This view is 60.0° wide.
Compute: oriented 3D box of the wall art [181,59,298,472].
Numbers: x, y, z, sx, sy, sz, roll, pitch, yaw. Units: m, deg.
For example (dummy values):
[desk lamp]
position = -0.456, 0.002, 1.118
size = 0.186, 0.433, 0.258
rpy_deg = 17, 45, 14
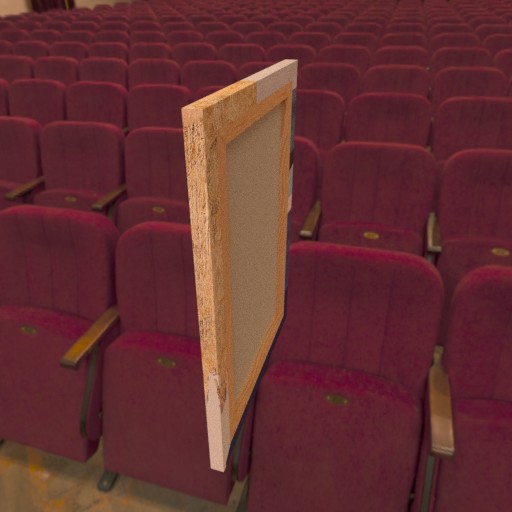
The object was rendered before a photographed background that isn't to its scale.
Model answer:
[wall art]
position = 0.000, 0.000, 0.812
size = 0.026, 0.613, 0.458
rpy_deg = 9, 31, 15
